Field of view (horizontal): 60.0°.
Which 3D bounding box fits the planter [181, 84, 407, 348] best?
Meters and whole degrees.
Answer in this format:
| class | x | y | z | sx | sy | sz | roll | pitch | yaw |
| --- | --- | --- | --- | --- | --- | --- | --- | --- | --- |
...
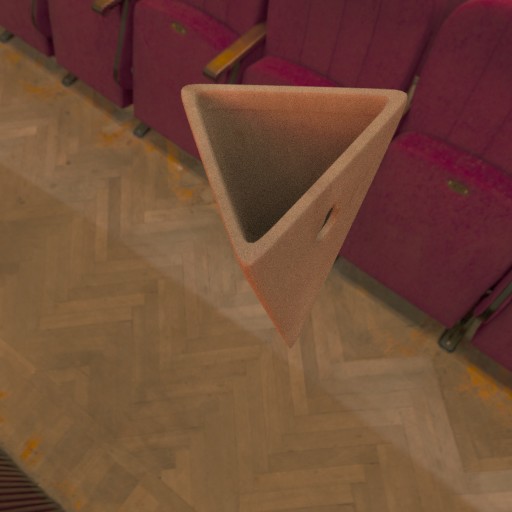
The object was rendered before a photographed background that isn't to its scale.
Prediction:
| class | x | y | z | sx | sy | sz | roll | pitch | yaw |
| --- | --- | --- | --- | --- | --- | --- | --- | --- | --- |
| planter | 0.000 | 0.000 | 0.269 | 0.081 | 0.224 | 0.101 | 36 | 68 | 17 |
